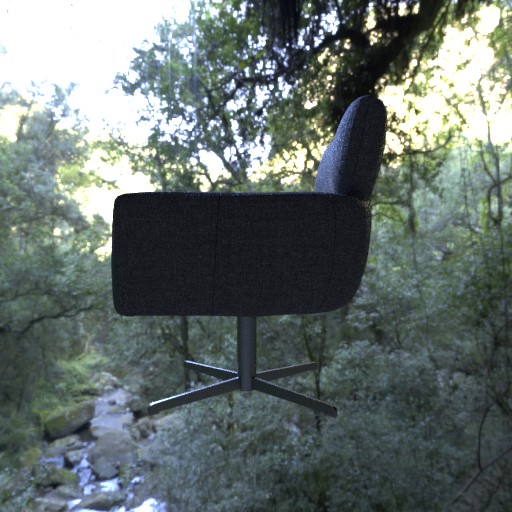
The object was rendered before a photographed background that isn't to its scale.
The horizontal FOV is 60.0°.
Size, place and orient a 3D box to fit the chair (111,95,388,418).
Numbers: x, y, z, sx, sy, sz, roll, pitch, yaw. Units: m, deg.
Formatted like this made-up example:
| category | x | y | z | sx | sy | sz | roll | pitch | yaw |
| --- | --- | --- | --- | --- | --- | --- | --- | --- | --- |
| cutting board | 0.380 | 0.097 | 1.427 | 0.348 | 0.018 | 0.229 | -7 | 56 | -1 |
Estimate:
| category | x | y | z | sx | sy | sz | roll | pitch | yaw |
| --- | --- | --- | --- | --- | --- | --- | --- | --- | --- |
| chair | 0.000 | 0.000 | 1.354 | 0.715 | 0.812 | 0.706 | 0 | 0 | 2 |
